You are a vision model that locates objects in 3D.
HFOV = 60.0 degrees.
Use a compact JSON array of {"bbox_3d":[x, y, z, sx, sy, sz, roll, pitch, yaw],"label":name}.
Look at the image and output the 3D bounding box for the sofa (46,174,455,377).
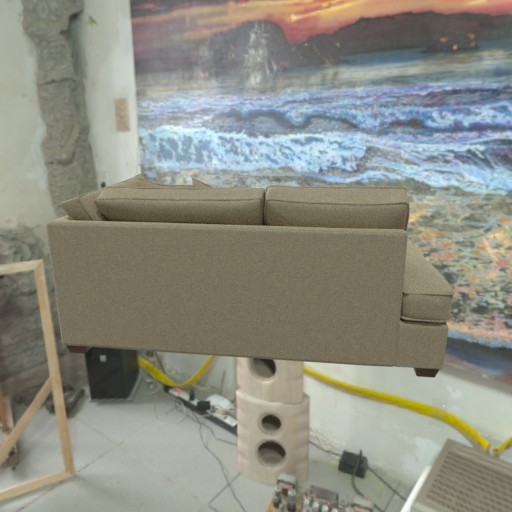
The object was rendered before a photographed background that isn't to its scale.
[{"bbox_3d":[0.000,0.000,2.923,2.237,1.033,1.110,2,17,7],"label":"sofa"}]
